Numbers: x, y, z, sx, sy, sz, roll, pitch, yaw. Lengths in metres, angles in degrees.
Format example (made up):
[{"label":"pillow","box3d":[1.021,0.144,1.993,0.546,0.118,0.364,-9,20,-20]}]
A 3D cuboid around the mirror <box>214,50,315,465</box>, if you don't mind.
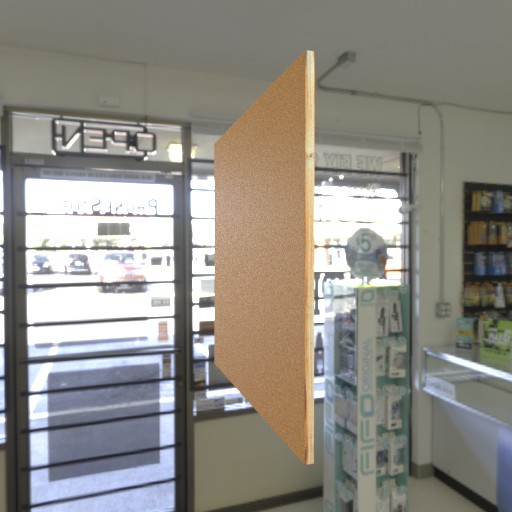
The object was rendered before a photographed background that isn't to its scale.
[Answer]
[{"label":"mirror","box3d":[0.000,0.000,1.250,0.061,0.804,0.804,0,1,-18]}]
